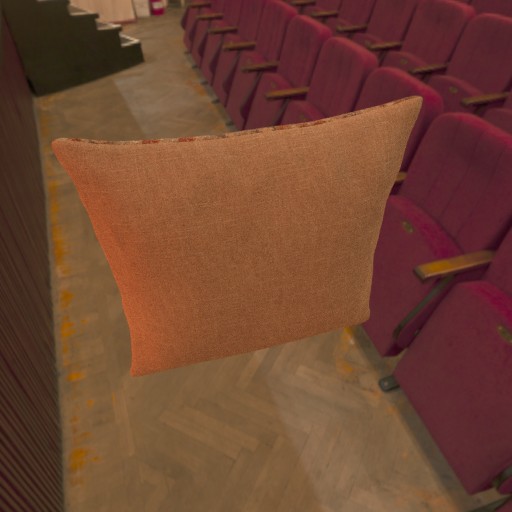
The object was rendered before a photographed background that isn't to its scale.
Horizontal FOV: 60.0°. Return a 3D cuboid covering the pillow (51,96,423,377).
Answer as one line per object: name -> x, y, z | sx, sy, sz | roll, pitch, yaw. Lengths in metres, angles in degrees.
pillow -> 0.000, 0.000, 0.762 | 0.523, 0.506, 0.166 | -11, 42, -12
